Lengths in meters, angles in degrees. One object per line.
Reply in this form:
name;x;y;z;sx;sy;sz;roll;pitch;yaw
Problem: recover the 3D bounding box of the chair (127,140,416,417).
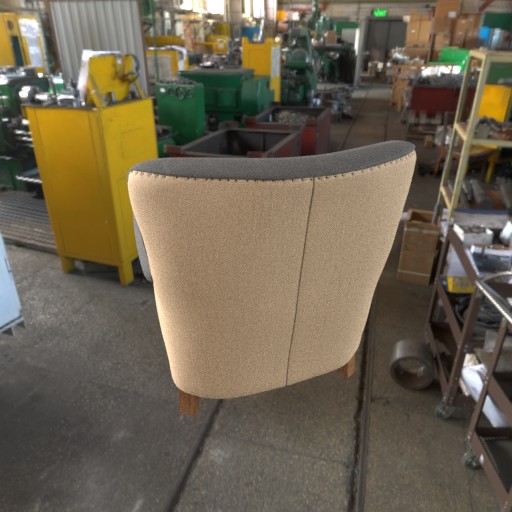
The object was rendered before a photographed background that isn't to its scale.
chair;0.000;0.000;1.659;0.861;0.936;0.921;-8;28;-16
